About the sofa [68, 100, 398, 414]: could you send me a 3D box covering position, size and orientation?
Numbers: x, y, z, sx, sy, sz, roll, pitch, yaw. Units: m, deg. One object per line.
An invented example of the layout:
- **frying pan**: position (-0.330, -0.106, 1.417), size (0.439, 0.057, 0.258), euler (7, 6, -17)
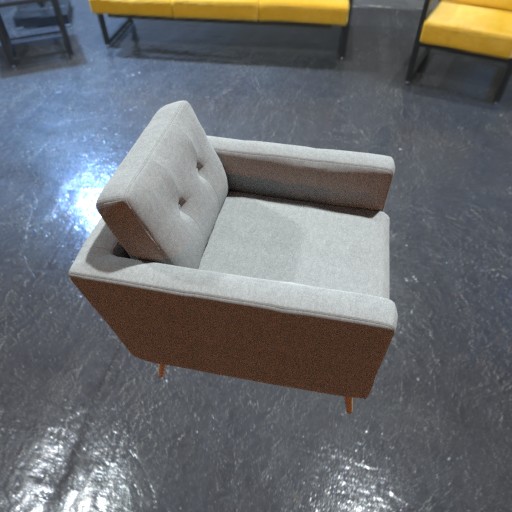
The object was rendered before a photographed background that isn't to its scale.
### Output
- **sofa**: position (0.000, 0.000, 1.550), size (0.920, 0.860, 0.770), euler (8, 48, 8)
